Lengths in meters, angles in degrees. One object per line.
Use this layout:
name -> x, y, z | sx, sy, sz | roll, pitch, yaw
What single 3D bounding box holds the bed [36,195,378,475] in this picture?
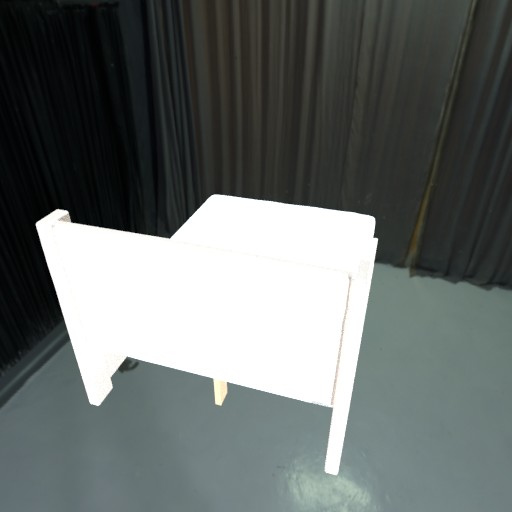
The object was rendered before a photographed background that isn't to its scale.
bed -> 0.000, 0.000, 3.465 | 1.778, 1.471, 2.293 | 10, 34, 15
